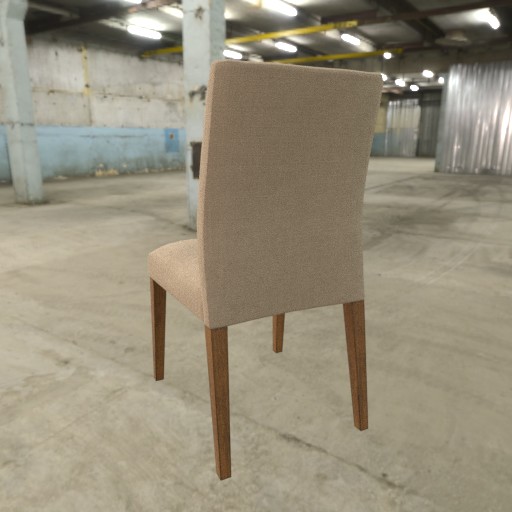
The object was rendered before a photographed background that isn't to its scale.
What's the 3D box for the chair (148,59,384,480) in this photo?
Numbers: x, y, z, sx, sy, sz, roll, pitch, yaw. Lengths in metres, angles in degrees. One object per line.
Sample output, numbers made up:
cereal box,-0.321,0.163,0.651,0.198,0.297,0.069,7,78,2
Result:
chair,0.000,0.000,1.268,0.496,0.940,0.585,-7,16,-26
